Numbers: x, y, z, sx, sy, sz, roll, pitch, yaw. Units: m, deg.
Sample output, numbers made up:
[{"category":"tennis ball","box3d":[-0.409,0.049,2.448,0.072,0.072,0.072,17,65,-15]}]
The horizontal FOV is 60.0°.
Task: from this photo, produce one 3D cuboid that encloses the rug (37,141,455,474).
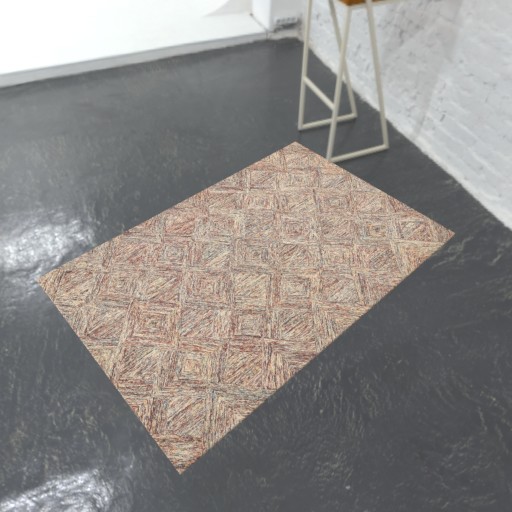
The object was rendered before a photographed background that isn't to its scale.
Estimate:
[{"category":"rug","box3d":[0.000,0.000,2.878,2.285,0.019,1.523,-33,55,-27]}]
